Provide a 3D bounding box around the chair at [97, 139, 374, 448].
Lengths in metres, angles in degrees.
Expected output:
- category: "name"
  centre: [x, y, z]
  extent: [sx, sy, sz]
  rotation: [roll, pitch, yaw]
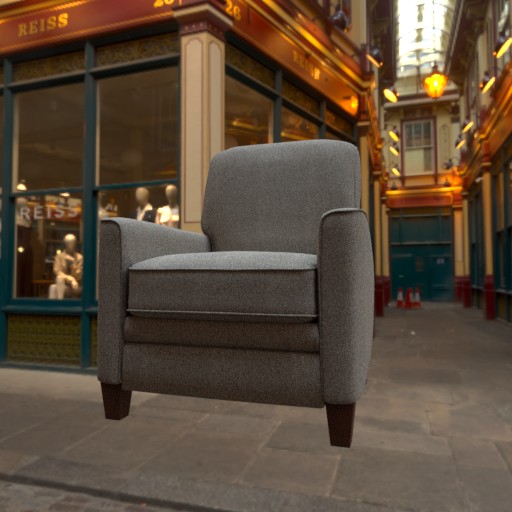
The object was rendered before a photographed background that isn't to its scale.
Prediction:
- category: "chair"
  centre: [0.000, 0.000, 1.638]
  extent: [0.841, 1.028, 0.858]
  rotation: [-1, -2, 17]
